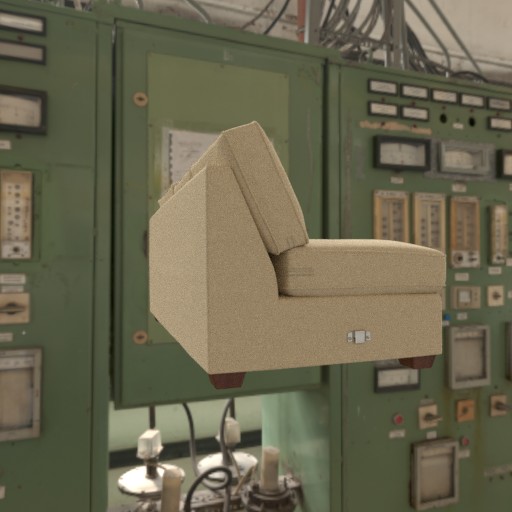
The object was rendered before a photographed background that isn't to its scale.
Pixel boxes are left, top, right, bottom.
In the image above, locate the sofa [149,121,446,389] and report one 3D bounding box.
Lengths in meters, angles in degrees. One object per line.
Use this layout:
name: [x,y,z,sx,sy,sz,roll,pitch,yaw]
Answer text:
sofa: [0.000,0.000,2.567,1.034,0.946,1.963,0,0,-19]
